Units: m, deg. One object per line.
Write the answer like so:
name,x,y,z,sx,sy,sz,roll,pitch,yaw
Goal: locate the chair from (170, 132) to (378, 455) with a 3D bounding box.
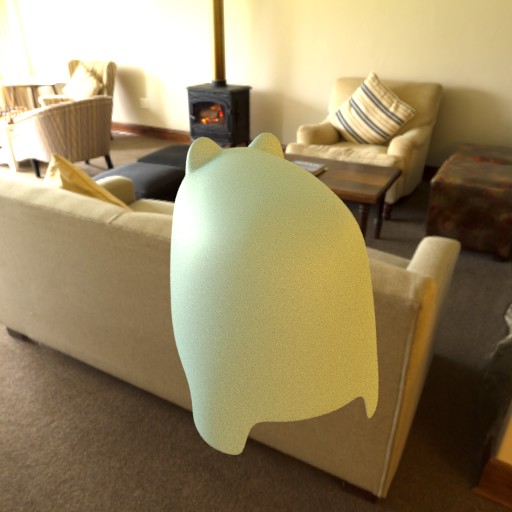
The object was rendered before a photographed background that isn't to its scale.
chair,0.000,0.000,0.896,0.364,0.423,0.619,-9,29,-16
